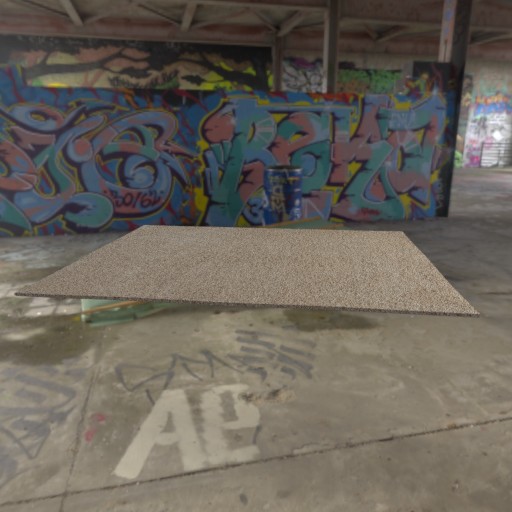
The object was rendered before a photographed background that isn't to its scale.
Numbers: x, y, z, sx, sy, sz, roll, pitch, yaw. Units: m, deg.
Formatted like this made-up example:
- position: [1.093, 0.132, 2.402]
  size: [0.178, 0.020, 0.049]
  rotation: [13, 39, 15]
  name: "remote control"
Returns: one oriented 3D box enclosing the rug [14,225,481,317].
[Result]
- position: [0.000, 0.000, 3.971]
  size: [3.000, 0.025, 2.400]
  rotation: [2, 15, 7]
  name: "rug"
